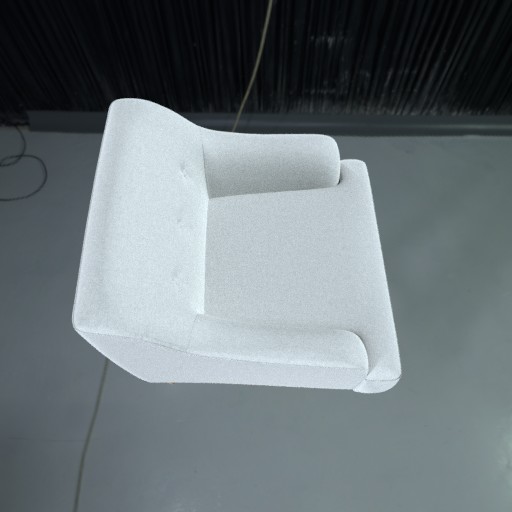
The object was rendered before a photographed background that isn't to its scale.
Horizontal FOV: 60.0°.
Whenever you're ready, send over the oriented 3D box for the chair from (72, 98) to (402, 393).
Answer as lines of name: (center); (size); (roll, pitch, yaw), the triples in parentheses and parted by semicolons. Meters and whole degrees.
chair: (0.000, 0.000, 1.628); (0.951, 0.818, 0.946); (-1, 63, -1)
